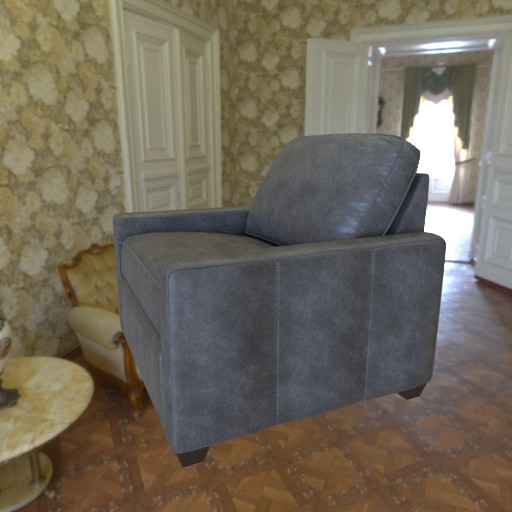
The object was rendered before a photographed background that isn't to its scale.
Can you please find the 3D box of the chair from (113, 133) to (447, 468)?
[{"bbox_3d":[0.000,0.000,1.707,0.939,0.916,1.006,-6,15,-24],"label":"chair"}]
